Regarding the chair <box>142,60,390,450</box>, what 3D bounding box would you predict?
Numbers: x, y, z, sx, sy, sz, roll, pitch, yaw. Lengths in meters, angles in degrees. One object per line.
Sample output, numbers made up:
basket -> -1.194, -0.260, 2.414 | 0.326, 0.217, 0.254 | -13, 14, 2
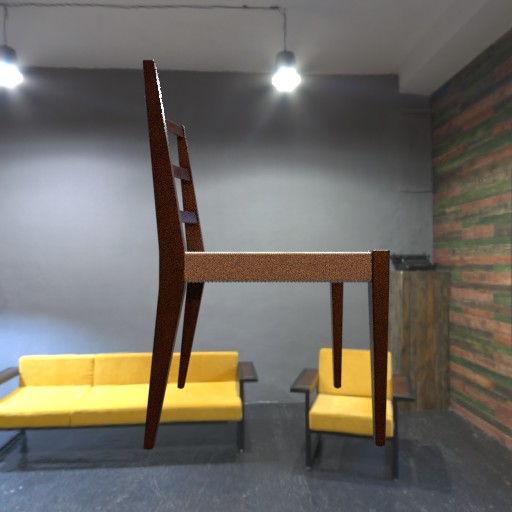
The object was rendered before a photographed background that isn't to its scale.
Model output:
chair -> 0.000, 0.000, 1.158 | 0.551, 0.813, 0.480 | 0, -1, -1
